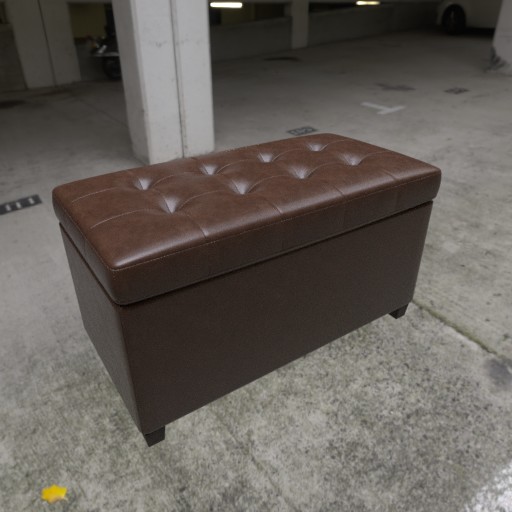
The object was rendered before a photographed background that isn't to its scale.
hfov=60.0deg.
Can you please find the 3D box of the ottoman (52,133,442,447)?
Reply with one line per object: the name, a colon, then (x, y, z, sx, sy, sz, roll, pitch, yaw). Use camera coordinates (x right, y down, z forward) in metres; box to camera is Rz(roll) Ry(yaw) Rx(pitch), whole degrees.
ottoman: (0.000, 0.000, 1.141, 0.838, 0.470, 0.432, -19, 35, -29)
